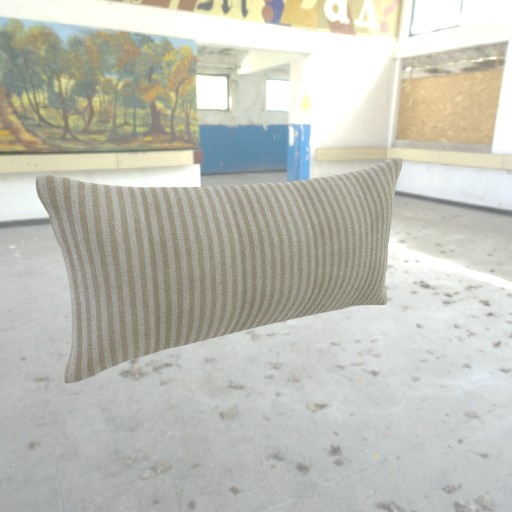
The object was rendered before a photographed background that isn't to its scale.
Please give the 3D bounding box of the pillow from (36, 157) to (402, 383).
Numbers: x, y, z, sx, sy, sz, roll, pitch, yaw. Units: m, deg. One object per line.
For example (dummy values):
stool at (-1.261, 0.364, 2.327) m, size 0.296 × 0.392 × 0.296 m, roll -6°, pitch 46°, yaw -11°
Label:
pillow at (0.000, 0.000, 0.725) m, size 0.617 × 0.295 × 0.151 m, roll -9°, pitch 19°, yaw -27°
